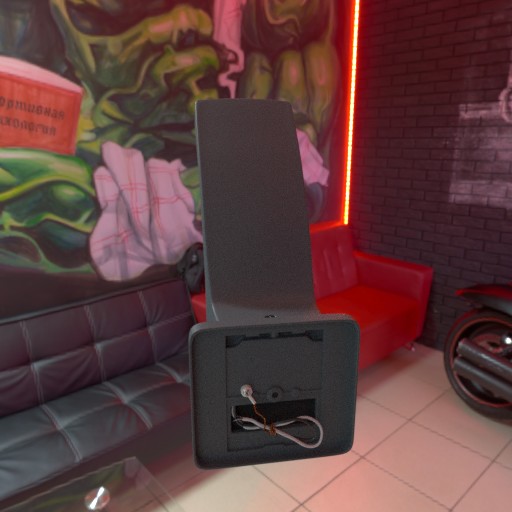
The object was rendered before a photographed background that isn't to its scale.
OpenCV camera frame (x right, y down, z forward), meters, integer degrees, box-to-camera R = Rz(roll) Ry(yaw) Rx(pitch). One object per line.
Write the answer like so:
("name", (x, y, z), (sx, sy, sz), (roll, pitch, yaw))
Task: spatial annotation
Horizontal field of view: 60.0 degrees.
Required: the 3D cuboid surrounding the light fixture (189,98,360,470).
("light fixture", (0.000, 0.000, 0.344), (0.108, 0.243, 0.174), (-2, 15, -9))
